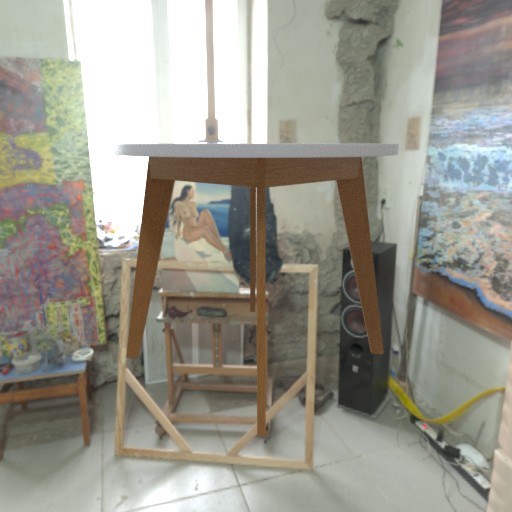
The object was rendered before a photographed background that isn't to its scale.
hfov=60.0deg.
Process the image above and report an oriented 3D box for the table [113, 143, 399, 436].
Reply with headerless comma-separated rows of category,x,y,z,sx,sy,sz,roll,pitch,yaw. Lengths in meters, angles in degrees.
table,0.000,0.000,1.550,0.896,0.762,0.896,0,14,0
